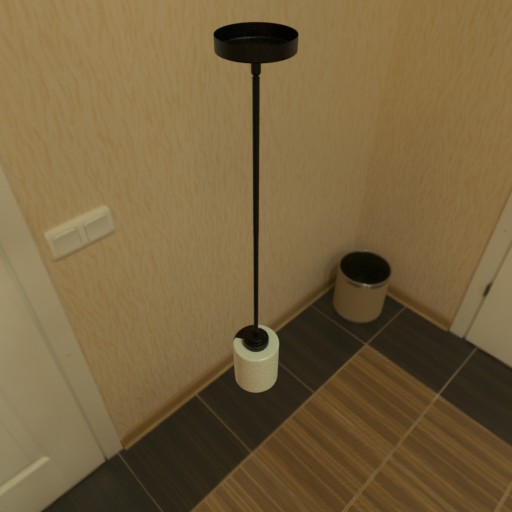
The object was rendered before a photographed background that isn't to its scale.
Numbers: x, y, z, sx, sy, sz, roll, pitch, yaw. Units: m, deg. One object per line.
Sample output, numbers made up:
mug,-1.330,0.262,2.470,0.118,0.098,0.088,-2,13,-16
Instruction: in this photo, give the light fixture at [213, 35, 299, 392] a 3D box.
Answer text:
light fixture,0.000,0.000,0.929,0.123,0.863,0.123,11,43,13
